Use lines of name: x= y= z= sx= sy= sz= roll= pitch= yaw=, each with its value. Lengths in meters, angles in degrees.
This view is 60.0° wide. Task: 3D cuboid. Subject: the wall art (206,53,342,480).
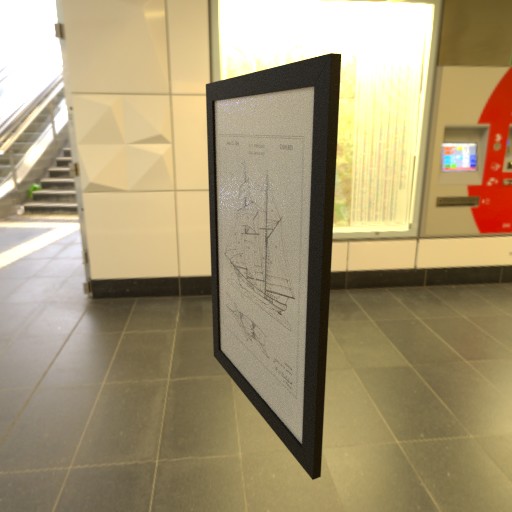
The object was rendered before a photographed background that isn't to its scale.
wall art: x=0.000 y=0.000 z=0.597 sx=0.011 sy=0.459 sz=0.326 roll=-8 pitch=18 yaw=-25
